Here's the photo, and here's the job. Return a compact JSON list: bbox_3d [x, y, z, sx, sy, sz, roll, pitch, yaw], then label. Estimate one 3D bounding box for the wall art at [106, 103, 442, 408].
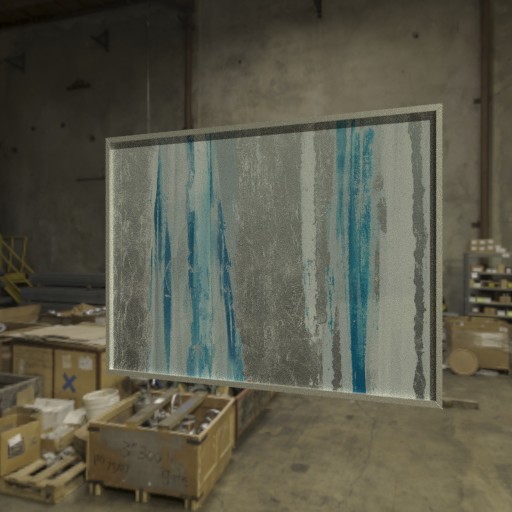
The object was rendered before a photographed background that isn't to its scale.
[{"bbox_3d":[0.000,0.000,1.366,1.056,0.801,0.066,0,0,19],"label":"wall art"}]
